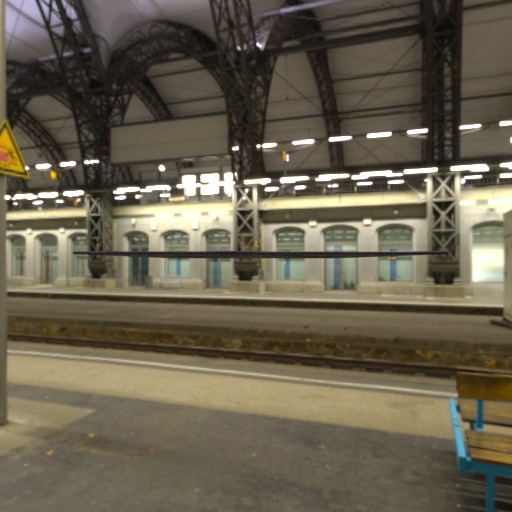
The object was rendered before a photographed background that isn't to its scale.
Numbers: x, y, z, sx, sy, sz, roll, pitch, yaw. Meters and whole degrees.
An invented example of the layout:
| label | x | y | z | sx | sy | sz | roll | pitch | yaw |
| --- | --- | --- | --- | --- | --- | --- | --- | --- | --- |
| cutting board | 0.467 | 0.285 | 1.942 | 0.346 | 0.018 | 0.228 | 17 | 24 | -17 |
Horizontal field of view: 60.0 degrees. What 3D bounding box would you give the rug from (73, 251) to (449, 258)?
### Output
| label | x | y | z | sx | sy | sz | roll | pitch | yaw |
| --- | --- | --- | --- | --- | --- | --- | --- | --- | --- |
| rug | 0.000 | 0.000 | 2.270 | 1.184 | 0.012 | 1.781 | 0 | -1 | -1 |
